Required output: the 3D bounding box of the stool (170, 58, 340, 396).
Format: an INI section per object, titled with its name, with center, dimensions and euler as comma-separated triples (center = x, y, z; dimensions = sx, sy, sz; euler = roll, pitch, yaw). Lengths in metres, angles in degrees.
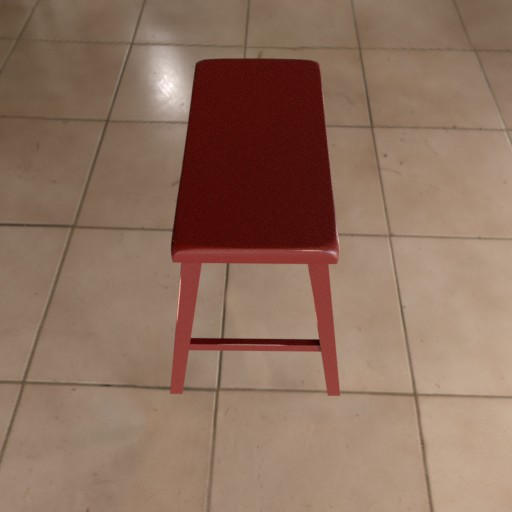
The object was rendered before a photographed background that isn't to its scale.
[stool]
center = 0.000, 0.000, 1.052
dimensions = 0.476, 0.737, 0.457
euler = 1, 58, 0
